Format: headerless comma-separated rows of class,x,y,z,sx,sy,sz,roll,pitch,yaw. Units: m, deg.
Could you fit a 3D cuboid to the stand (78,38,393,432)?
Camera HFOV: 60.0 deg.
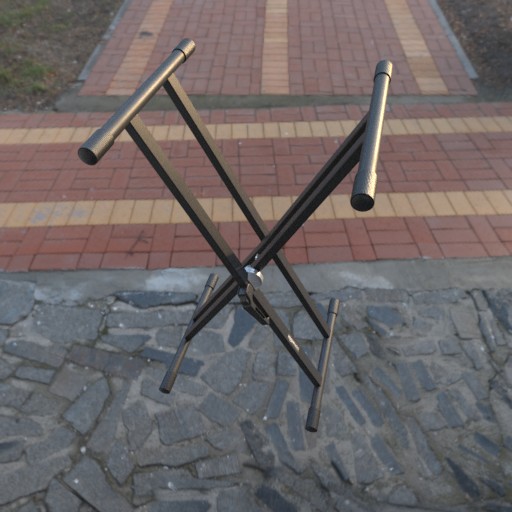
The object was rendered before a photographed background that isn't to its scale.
stand,0.000,0.000,1.189,0.503,0.900,0.495,11,48,10
